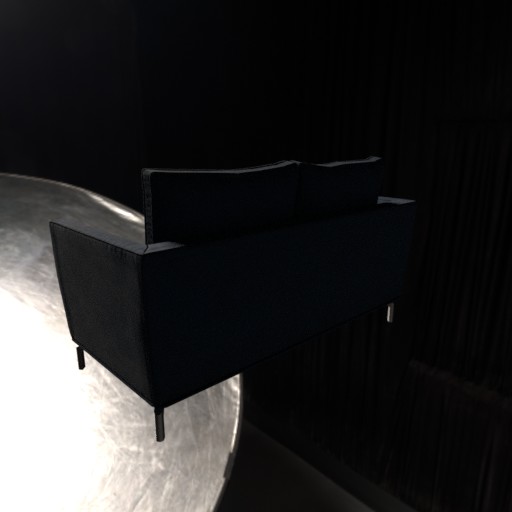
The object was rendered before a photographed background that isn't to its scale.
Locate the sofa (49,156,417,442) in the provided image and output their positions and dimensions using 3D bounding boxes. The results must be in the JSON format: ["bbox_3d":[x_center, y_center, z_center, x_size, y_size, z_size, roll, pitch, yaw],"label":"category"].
[{"bbox_3d":[0.000,0.000,2.330,1.770,1.002,0.853,-14,20,-41],"label":"sofa"}]
